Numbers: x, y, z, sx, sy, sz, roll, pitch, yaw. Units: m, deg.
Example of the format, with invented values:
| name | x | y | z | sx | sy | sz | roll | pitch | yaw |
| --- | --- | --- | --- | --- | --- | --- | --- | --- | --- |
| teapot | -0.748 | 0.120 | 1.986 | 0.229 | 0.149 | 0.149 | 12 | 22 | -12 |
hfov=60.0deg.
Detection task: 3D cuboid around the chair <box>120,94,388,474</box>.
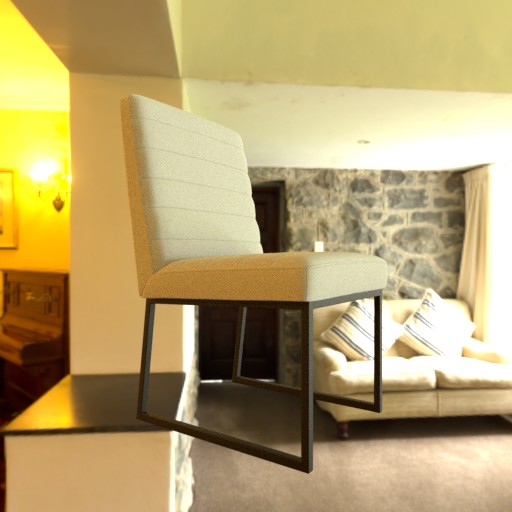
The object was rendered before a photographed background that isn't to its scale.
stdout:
| name | x | y | z | sx | sy | sz | roll | pitch | yaw |
| --- | --- | --- | --- | --- | --- | --- | --- | --- | --- |
| chair | 0.000 | 0.000 | 1.305 | 0.634 | 0.930 | 0.520 | 0 | 0 | 35 |
